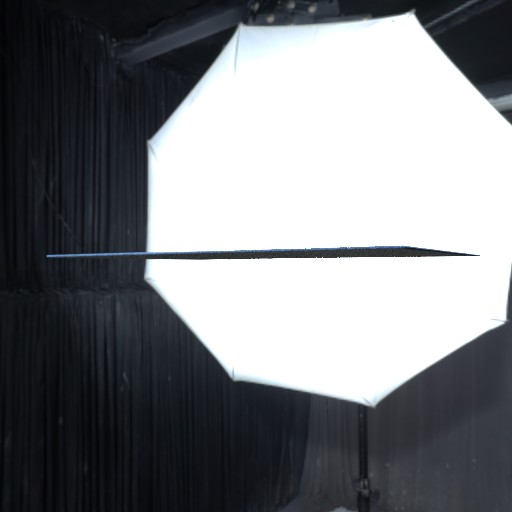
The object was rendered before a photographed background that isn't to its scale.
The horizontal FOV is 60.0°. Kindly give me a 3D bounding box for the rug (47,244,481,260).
[{"bbox_3d":[0.000,0.000,2.930,2.441,0.015,1.526,-1,-2,36],"label":"rug"}]
